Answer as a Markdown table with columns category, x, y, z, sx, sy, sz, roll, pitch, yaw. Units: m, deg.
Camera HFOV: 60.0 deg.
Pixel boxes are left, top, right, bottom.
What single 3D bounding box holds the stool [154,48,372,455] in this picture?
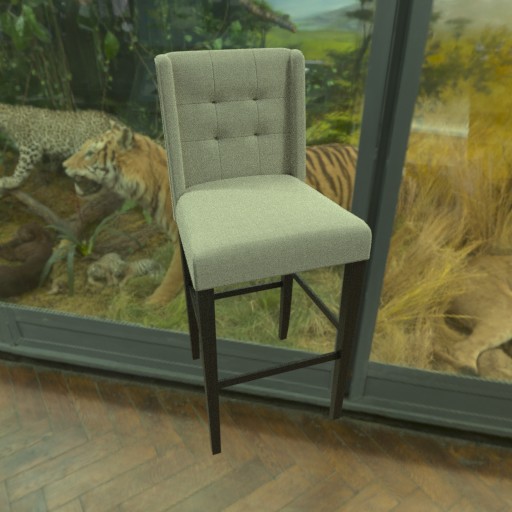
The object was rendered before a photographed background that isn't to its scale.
| category | x | y | z | sx | sy | sz | roll | pitch | yaw |
| --- | --- | --- | --- | --- | --- | --- | --- | --- | --- |
| stool | 0.000 | 0.000 | 1.370 | 0.474 | 1.116 | 0.509 | -10 | 32 | -16 |
